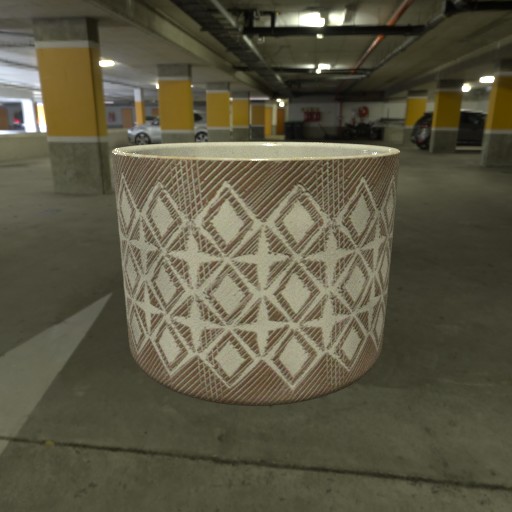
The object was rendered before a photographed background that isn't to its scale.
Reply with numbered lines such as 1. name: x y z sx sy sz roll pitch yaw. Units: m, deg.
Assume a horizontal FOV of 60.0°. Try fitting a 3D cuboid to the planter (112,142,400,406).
1. planter: 0.000 0.000 0.218 0.126 0.104 0.126 0 17 0
